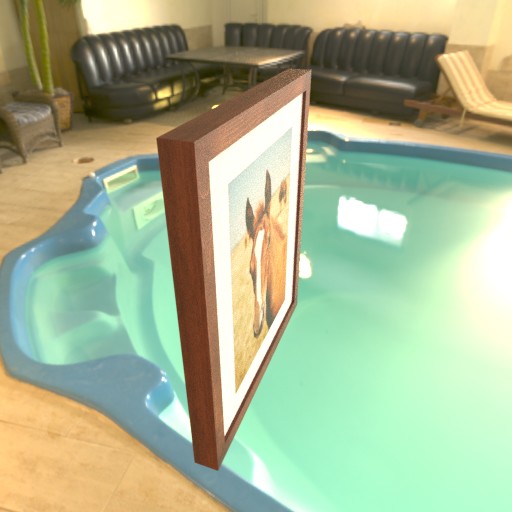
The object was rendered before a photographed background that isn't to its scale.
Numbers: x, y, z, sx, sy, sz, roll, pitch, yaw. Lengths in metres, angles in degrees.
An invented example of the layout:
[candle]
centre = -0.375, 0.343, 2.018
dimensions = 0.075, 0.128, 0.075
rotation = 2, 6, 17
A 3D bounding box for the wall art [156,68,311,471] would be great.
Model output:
[wall art]
centre = 0.000, 0.000, 0.544
dimensions = 0.030, 0.381, 0.330
rotation = 11, 33, 17
